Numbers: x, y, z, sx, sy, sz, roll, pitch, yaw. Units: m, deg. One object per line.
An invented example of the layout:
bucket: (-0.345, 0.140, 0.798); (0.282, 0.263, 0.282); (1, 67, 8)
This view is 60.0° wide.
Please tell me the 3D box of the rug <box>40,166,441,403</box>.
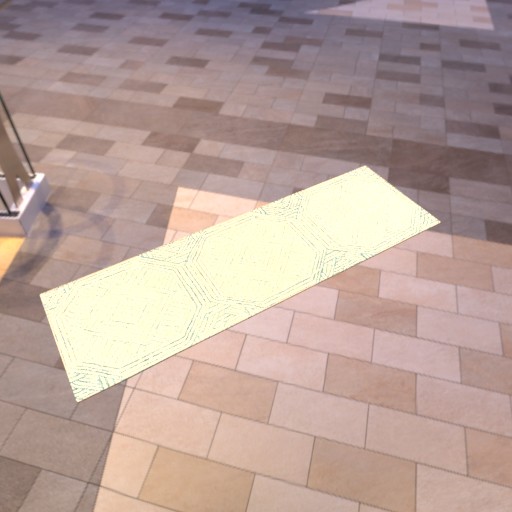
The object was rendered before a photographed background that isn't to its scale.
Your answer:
rug: (0.000, 0.000, 2.768); (2.452, 0.012, 0.775); (-24, 51, -21)
